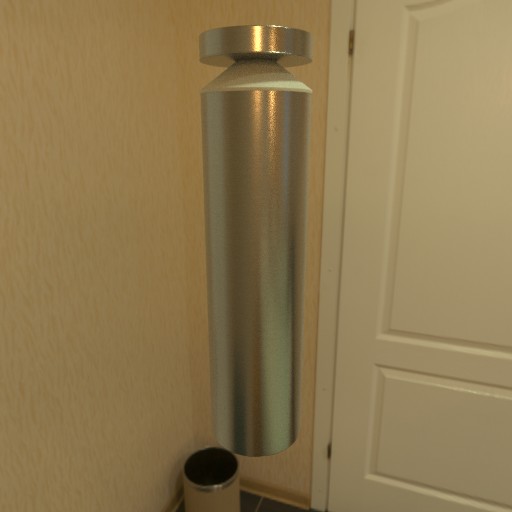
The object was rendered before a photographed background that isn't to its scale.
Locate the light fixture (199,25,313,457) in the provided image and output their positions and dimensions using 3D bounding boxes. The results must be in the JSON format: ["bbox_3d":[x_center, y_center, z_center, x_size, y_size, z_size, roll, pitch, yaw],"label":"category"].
[{"bbox_3d":[0.000,0.000,0.446,0.102,0.400,0.102,-2,17,-8],"label":"light fixture"}]
